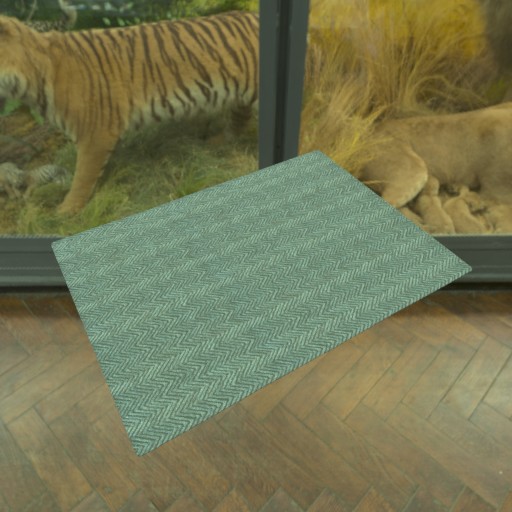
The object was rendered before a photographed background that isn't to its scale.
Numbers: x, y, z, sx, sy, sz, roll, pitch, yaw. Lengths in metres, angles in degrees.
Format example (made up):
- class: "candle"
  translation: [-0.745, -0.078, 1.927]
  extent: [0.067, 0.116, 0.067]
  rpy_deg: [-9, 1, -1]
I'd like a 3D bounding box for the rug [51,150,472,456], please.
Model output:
- class: "rug"
  translation: [0.000, 0.000, 5.115]
  extent: [3.957, 0.011, 2.894]
  rpy_deg: [-23, 50, -21]
